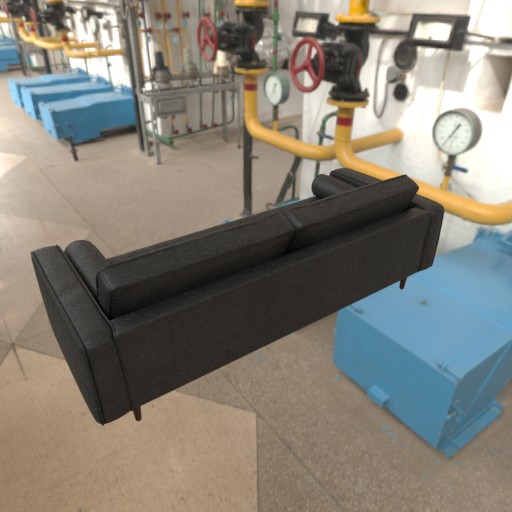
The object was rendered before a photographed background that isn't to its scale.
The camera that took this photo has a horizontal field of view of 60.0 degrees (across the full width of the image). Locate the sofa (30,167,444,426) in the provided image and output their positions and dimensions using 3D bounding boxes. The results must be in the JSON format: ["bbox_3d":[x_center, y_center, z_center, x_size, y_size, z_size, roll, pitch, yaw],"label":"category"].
[{"bbox_3d":[0.000,0.000,2.543,2.210,0.762,0.914,-20,36,-29],"label":"sofa"}]
